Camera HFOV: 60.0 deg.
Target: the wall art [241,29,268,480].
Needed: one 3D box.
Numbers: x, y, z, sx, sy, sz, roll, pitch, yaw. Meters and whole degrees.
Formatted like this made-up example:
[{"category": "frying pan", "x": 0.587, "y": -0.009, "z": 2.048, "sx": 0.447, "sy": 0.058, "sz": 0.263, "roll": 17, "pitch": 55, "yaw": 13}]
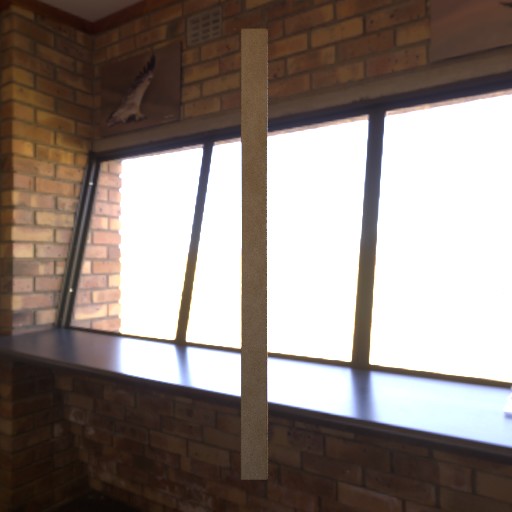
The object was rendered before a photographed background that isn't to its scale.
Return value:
[{"category": "wall art", "x": 0.000, "y": 0.000, "z": 0.747, "sx": 0.030, "sy": 0.506, "sz": 0.503, "roll": 0, "pitch": -1, "yaw": 0}]
